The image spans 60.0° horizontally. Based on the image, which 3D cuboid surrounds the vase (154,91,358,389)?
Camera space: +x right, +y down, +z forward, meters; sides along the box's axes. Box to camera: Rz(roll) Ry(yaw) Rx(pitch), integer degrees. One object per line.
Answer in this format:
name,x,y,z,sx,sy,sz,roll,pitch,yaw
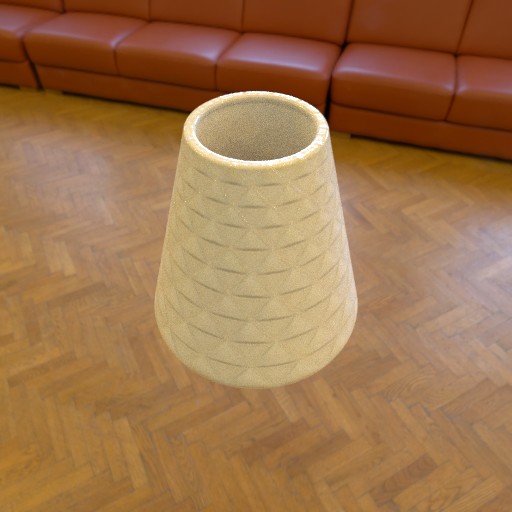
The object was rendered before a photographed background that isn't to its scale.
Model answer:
vase,0.000,0.000,0.351,0.175,0.230,0.175,0,47,0
